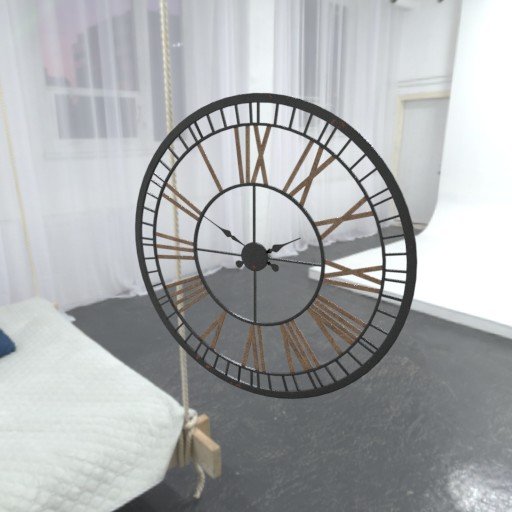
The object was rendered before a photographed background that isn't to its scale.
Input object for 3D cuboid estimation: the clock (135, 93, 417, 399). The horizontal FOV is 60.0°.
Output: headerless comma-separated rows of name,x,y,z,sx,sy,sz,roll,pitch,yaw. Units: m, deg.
clock,0.000,0.000,1.219,0.843,0.843,0.025,8,17,26
